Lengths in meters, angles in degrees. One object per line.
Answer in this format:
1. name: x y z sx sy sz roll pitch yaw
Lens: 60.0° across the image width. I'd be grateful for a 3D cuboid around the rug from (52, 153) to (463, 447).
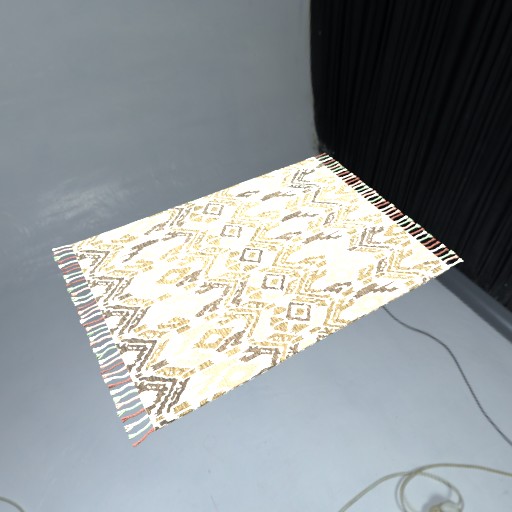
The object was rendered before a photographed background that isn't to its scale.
1. rug: 0.000 0.000 2.337 1.829 0.008 1.219 -24 51 -21
